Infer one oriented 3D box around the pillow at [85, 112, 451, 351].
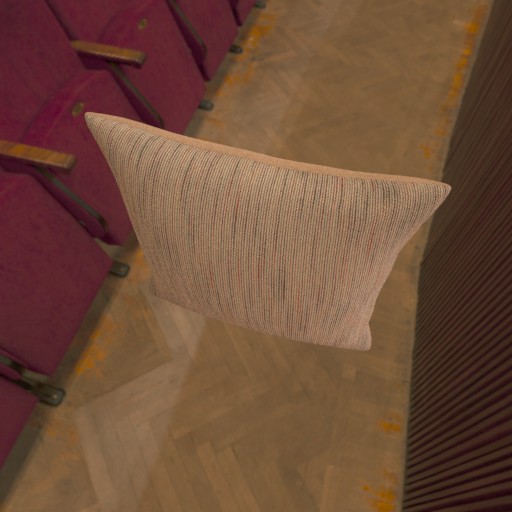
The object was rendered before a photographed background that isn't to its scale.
[{"bbox_3d":[0.000,0.000,0.791,0.512,0.506,0.178,14,57,9],"label":"pillow"}]
